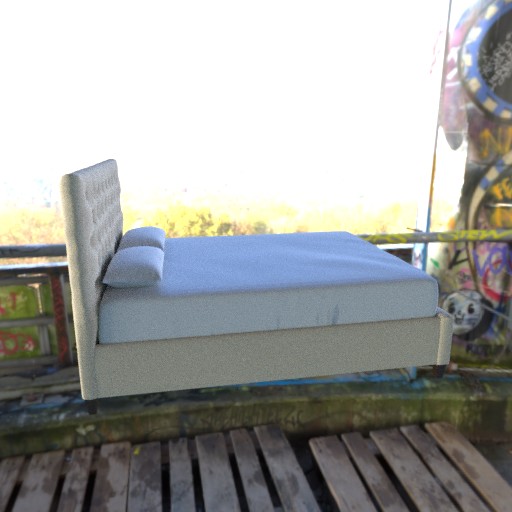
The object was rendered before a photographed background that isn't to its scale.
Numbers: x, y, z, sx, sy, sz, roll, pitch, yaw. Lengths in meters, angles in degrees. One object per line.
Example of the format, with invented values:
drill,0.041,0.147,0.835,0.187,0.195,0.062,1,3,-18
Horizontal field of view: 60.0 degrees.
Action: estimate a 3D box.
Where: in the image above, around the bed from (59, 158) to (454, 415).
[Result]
bed,0.000,0.000,3.445,2.387,1.427,1.698,-3,15,-10
